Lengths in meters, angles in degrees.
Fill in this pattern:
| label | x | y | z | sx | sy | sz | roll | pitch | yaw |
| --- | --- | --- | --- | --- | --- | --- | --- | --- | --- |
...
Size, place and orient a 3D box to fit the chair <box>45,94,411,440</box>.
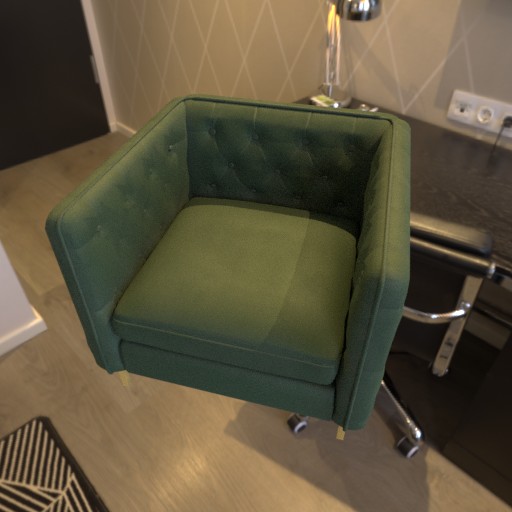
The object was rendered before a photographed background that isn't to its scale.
| label | x | y | z | sx | sy | sz | roll | pitch | yaw |
| --- | --- | --- | --- | --- | --- | --- | --- | --- | --- |
| chair | 0.000 | 0.000 | 1.524 | 0.917 | 0.768 | 0.855 | 10 | 41 | 11 |
